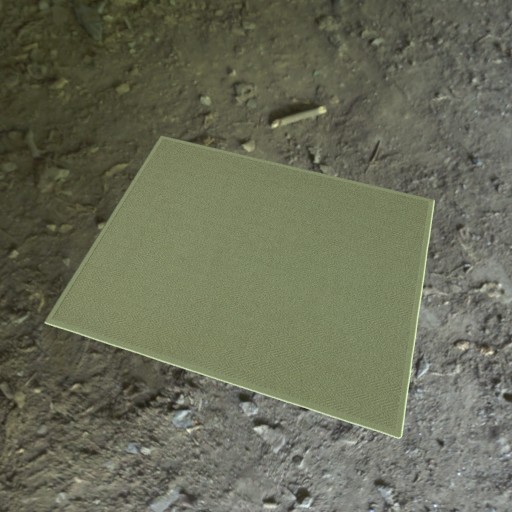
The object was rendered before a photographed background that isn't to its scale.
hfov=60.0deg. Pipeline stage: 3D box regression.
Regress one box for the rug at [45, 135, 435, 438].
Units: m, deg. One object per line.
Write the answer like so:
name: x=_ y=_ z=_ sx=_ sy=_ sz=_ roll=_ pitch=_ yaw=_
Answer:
rug: x=0.000 y=0.000 z=4.155 sx=3.051 sy=0.020 sz=2.407 roll=15 pitch=59 yaw=9
